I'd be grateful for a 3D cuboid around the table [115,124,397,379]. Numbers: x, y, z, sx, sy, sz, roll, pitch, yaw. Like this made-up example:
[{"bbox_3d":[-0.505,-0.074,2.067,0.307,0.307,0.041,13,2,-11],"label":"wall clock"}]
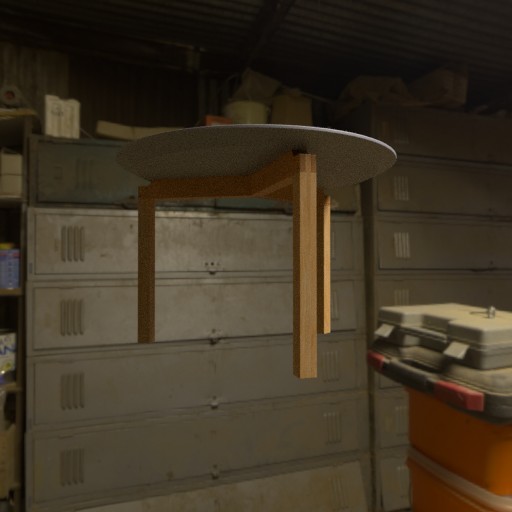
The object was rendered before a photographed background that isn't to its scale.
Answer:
[{"bbox_3d":[0.000,0.000,0.991,0.600,0.405,0.600,0,-1,0],"label":"table"}]
